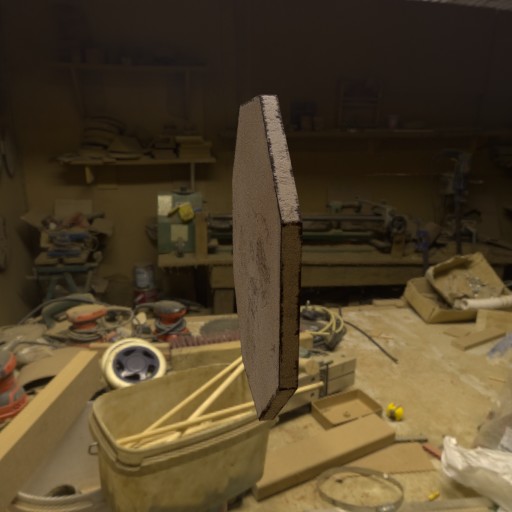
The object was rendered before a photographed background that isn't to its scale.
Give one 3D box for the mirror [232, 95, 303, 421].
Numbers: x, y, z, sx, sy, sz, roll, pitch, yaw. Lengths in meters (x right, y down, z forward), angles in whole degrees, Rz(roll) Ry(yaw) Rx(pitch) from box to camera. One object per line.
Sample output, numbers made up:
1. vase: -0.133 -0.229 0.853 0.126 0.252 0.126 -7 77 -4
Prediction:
1. mirror: 0.000 0.000 0.978 0.031 0.648 0.648 -2 15 -9
